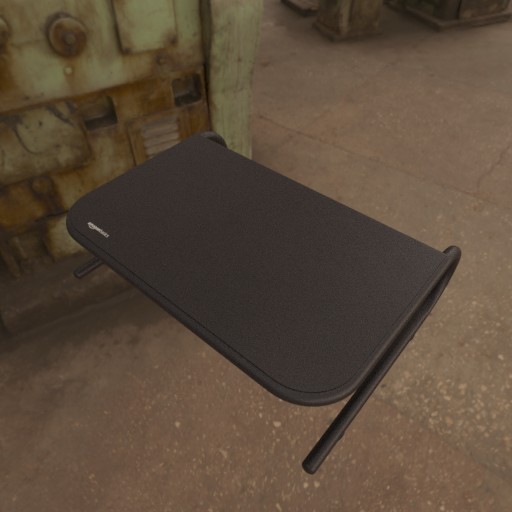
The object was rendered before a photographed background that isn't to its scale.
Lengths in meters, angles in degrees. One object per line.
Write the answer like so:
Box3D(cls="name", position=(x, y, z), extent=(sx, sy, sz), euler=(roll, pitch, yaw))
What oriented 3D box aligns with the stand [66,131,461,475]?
Box3D(cls="stand", position=(0.000, 0.000, 0.514), extent=(0.370, 0.108, 0.280), euler=(31, 53, 27))
